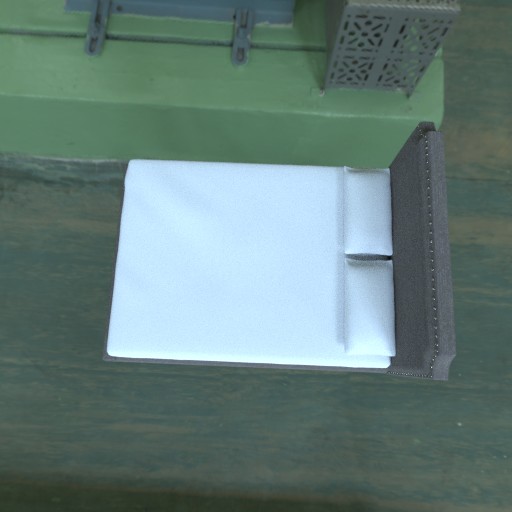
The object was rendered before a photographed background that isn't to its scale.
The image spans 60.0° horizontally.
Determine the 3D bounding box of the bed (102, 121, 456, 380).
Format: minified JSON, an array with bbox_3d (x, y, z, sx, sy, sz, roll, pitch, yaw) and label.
[{"bbox_3d":[0.000,0.000,3.435,2.381,1.457,1.713,2,77,1],"label":"bed"}]
